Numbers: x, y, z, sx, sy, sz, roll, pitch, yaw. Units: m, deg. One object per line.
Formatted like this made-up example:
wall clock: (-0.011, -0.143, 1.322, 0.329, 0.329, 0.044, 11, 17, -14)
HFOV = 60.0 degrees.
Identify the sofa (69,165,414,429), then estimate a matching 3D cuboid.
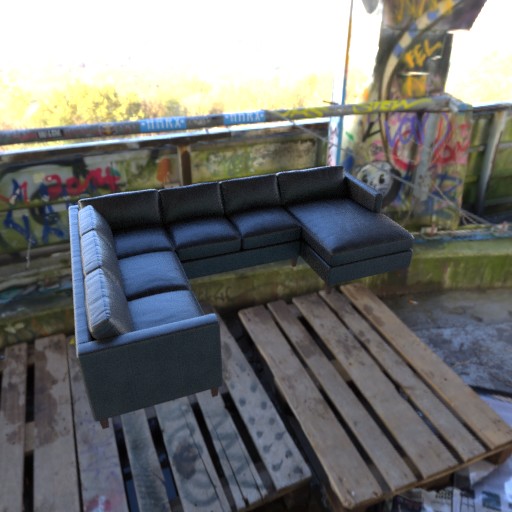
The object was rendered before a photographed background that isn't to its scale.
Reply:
sofa: (0.000, 0.000, 4.381, 3.324, 0.891, 2.452, -11, 32, -18)
